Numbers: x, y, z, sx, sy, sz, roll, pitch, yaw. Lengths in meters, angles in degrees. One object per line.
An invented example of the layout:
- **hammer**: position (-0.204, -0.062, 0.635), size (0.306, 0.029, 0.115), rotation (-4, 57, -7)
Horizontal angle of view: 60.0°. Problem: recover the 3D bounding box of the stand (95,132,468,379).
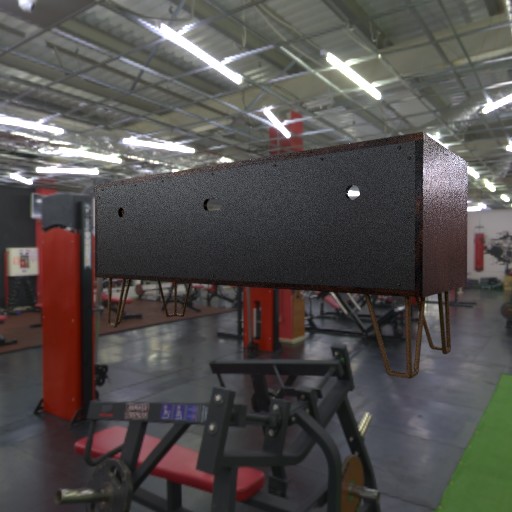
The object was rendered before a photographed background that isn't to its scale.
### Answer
- **stand**: position (0.000, 0.000, 1.671), size (1.372, 0.610, 0.481), rotation (0, 1, 37)
